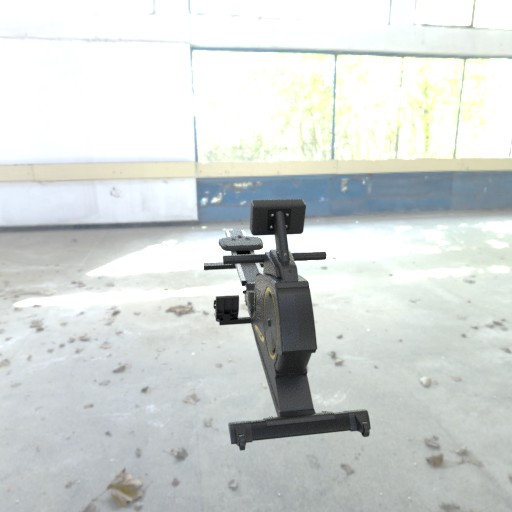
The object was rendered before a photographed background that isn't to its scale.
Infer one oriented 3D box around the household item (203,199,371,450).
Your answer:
[{"bbox_3d":[0.000,0.000,2.525,0.521,0.810,2.251,-2,16,-9],"label":"household item"}]
